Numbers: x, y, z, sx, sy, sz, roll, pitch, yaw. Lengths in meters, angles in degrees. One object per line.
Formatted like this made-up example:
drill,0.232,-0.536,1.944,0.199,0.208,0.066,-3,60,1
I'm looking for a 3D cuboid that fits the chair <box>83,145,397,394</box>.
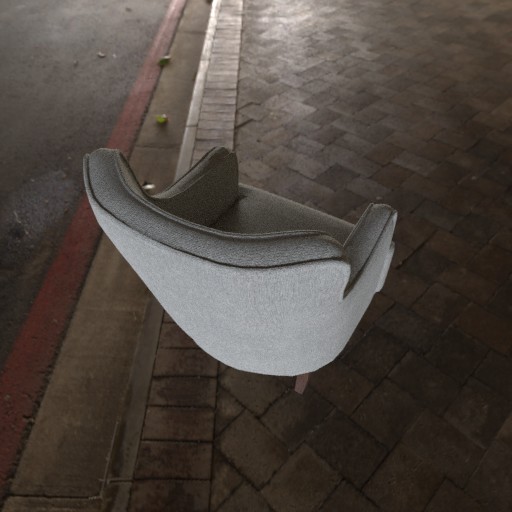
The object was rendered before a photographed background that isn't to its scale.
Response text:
chair,0.000,0.000,1.583,0.820,0.920,0.910,24,50,22
